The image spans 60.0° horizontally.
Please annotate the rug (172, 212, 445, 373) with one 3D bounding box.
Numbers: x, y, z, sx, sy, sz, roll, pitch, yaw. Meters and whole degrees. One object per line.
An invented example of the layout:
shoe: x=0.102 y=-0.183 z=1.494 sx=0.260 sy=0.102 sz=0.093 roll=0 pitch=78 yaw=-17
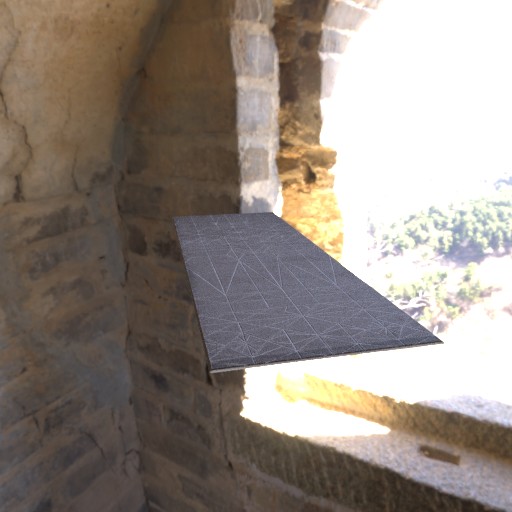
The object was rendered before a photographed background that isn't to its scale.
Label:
rug: x=0.000 y=0.000 z=2.639 sx=0.864 sy=0.012 sz=2.388 roll=-4 pitch=18 yaw=-12
